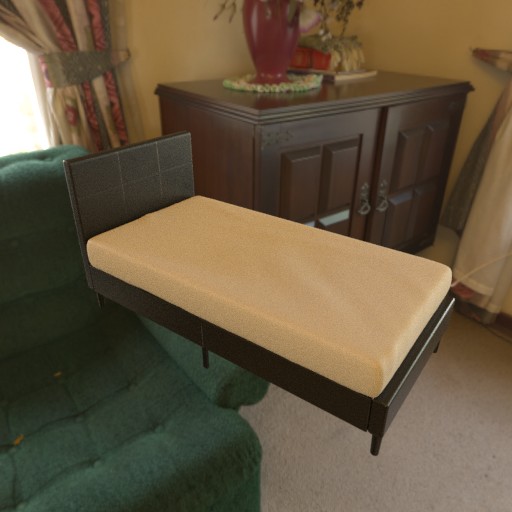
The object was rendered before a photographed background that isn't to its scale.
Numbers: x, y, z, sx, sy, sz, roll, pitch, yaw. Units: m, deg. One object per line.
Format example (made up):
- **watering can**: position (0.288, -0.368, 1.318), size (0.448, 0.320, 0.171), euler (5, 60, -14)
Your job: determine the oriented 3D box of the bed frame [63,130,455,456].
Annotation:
- **bed frame**: position (0.000, 0.000, 2.519), size (2.152, 1.046, 1.038), euler (19, 33, 32)
